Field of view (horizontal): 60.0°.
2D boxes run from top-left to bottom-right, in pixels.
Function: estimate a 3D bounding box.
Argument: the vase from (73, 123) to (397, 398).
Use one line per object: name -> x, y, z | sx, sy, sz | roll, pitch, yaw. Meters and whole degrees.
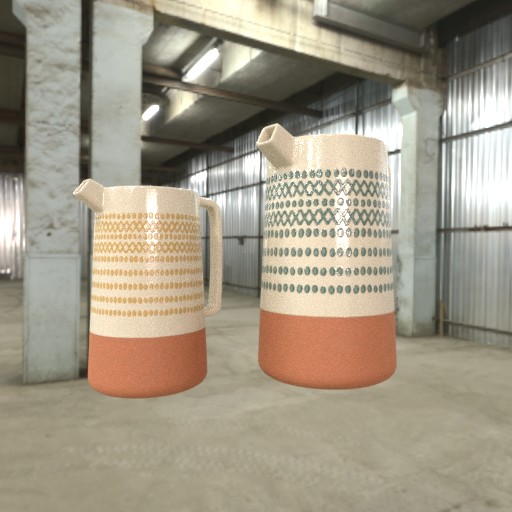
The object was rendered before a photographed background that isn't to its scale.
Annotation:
vase -> 0.000, 0.000, 0.462 | 0.326, 0.247, 0.168 | 0, 1, 0
